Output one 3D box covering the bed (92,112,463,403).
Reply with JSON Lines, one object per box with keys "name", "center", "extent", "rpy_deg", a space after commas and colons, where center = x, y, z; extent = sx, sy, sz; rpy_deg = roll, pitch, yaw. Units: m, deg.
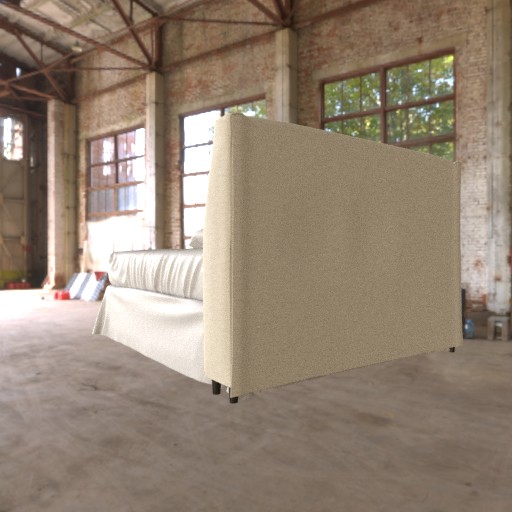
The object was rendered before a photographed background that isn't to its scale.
{"name": "bed", "center": [0.000, 0.000, 3.422], "extent": [1.925, 1.332, 2.276], "rpy_deg": [0, 0, -36]}
